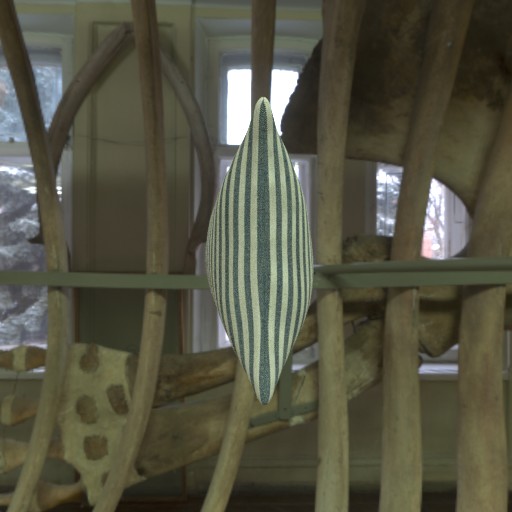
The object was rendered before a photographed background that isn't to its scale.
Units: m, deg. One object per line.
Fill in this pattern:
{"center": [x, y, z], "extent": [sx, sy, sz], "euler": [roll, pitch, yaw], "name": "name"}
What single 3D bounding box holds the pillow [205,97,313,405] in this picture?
{"center": [0.000, 0.000, 0.724], "extent": [0.151, 0.295, 0.617], "euler": [0, -1, -1], "name": "pillow"}
